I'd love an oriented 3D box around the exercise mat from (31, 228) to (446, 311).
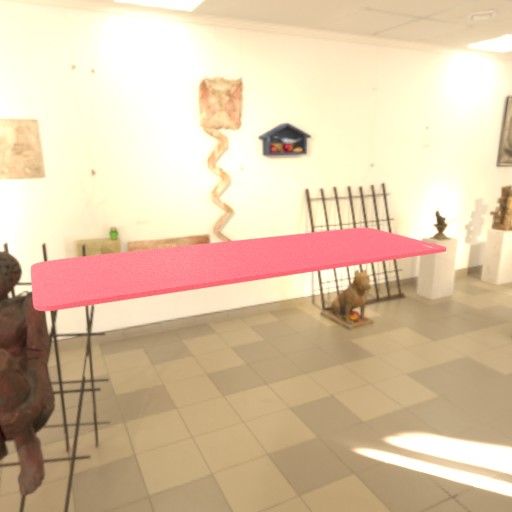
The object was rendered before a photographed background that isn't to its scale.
[{"bbox_3d":[0.000,0.000,2.068,1.884,0.021,0.616,-7,16,-26],"label":"exercise mat"}]
